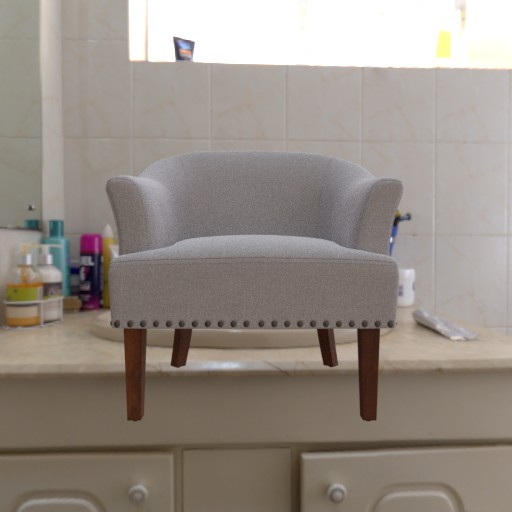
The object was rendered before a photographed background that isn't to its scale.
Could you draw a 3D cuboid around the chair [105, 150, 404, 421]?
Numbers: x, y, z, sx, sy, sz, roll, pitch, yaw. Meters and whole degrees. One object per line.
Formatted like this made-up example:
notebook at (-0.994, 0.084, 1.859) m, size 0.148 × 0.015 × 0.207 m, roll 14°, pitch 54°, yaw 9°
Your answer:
chair at (0.000, 0.000, 1.400) m, size 0.798 × 0.815 × 0.704 m, roll 0°, pitch 0°, yaw 0°
